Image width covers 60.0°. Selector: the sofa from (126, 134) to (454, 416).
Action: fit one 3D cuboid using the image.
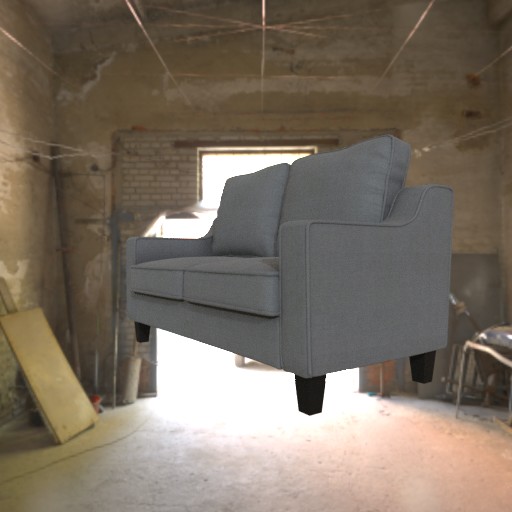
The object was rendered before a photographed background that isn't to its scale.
[{"bbox_3d":[0.000,0.000,2.066,0.791,0.948,1.500,0,0,-35],"label":"sofa"}]
